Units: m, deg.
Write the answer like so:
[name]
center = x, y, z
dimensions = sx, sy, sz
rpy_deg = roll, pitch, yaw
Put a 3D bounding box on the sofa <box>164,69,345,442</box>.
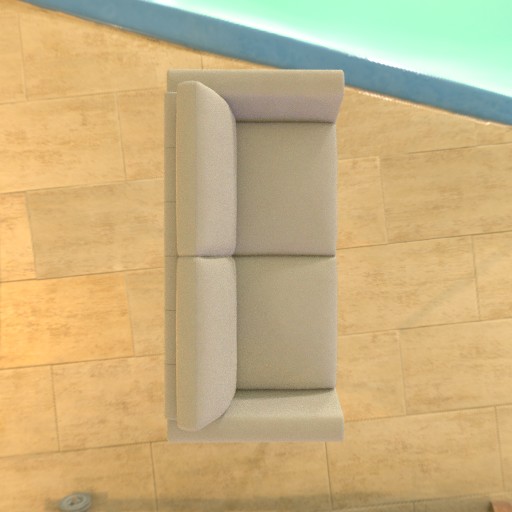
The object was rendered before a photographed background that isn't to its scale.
[sofa]
center = 0.000, 0.000, 2.533
dimensions = 0.953, 0.875, 2.017
rpy_deg = 0, 90, -1
